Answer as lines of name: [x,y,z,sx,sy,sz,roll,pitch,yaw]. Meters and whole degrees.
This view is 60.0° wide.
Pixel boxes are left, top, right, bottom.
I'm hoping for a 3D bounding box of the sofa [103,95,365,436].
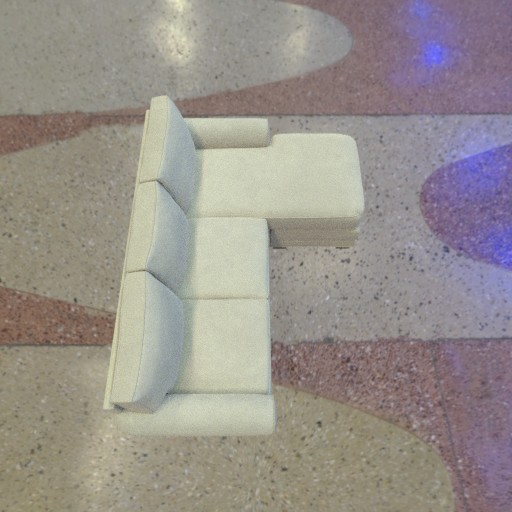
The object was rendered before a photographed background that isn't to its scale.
sofa: [0.000,0.000,2.330,1.226,0.734,1.770,0,63,0]
